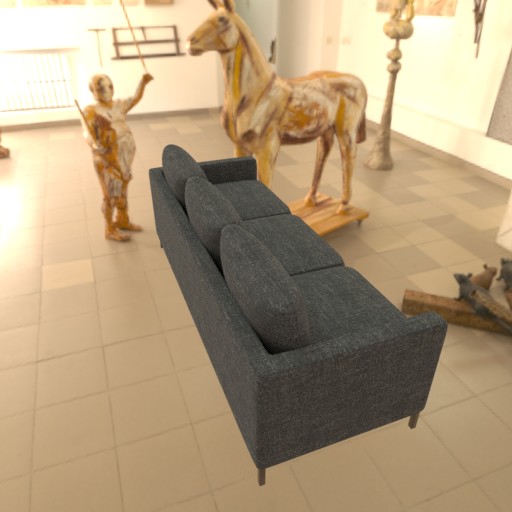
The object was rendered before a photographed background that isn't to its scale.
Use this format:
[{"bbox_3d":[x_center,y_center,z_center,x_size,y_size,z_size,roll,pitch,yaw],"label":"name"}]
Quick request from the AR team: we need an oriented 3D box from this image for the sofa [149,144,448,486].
[{"bbox_3d":[0.000,0.000,2.642,0.859,0.874,2.218,-11,33,-18],"label":"sofa"}]
